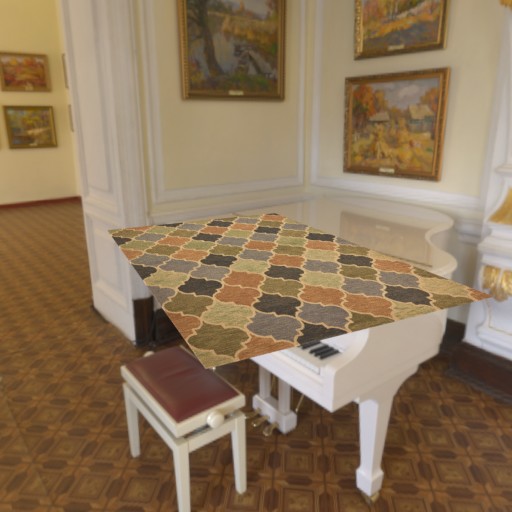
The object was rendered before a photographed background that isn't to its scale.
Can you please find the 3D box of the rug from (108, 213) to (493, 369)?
[{"bbox_3d":[0.000,0.000,2.881,1.521,0.006,2.284,-8,19,-25],"label":"rug"}]
